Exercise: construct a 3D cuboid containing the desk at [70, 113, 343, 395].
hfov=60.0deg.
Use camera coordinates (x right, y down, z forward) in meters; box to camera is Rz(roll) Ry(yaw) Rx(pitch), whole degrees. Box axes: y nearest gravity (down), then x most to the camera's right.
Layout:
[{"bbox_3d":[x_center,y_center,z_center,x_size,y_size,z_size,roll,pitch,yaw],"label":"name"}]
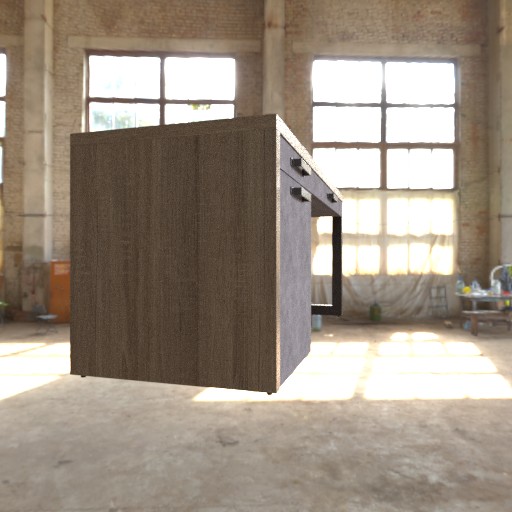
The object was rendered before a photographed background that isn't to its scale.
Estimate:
[{"bbox_3d":[0.000,0.000,2.091,0.690,0.760,1.700,0,0,17],"label":"desk"}]
